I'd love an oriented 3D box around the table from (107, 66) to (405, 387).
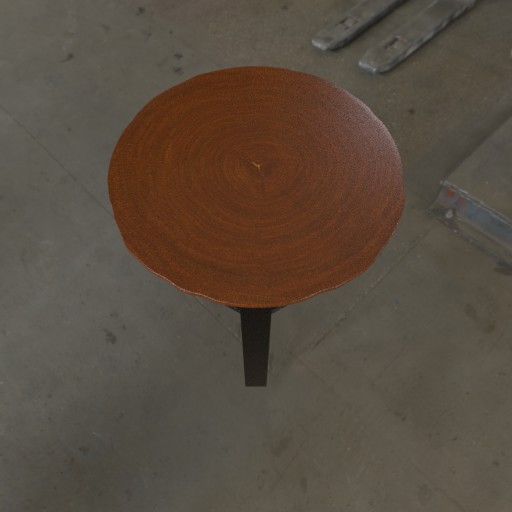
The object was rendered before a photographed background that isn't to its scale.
[{"bbox_3d":[0.000,0.000,0.765,0.380,0.450,0.410,0,57,0],"label":"table"}]
